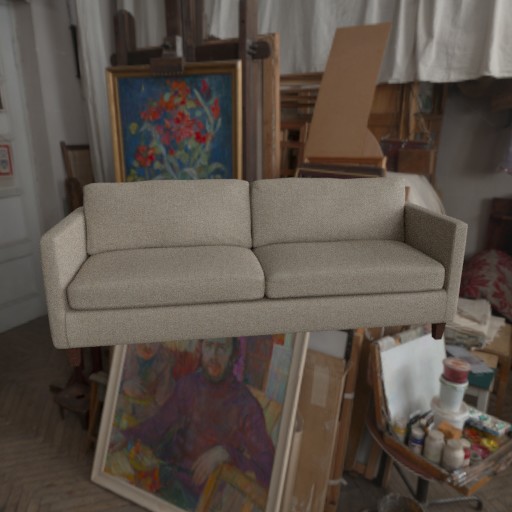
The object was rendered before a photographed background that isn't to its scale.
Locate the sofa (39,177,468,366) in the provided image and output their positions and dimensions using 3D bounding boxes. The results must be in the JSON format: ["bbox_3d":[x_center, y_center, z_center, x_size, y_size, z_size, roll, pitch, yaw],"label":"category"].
[{"bbox_3d":[0.000,0.000,2.944,2.434,0.965,0.951,-2,17,-8],"label":"sofa"}]
